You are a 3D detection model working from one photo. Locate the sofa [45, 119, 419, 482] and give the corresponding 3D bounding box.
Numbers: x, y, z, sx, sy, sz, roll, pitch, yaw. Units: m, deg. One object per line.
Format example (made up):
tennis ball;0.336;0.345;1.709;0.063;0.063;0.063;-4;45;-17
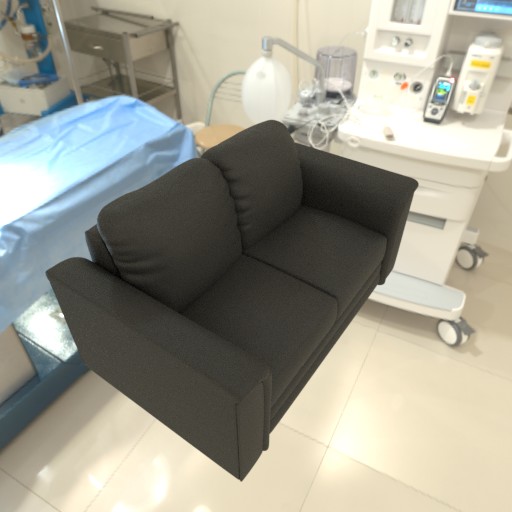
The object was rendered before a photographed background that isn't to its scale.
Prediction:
sofa;0.000;0.000;1.940;0.887;0.845;1.386;25;46;26
